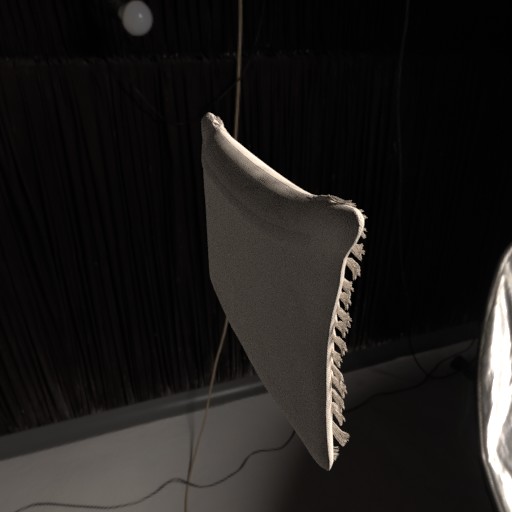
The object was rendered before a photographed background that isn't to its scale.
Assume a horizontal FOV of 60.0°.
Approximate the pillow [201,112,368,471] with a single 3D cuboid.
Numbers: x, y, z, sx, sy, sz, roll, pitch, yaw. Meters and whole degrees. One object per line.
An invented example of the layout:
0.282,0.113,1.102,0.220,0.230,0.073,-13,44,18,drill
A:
0.000,0.000,0.599,0.084,0.305,0.466,-10,29,-18,pillow
